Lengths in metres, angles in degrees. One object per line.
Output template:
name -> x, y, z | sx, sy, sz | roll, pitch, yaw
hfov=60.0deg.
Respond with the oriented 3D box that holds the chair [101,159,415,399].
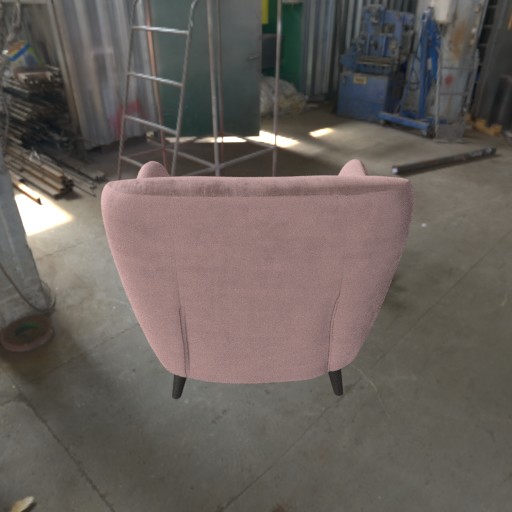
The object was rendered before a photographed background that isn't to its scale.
chair -> 0.000, 0.000, 1.485 | 0.840, 0.820, 0.820 | -1, 31, -1
